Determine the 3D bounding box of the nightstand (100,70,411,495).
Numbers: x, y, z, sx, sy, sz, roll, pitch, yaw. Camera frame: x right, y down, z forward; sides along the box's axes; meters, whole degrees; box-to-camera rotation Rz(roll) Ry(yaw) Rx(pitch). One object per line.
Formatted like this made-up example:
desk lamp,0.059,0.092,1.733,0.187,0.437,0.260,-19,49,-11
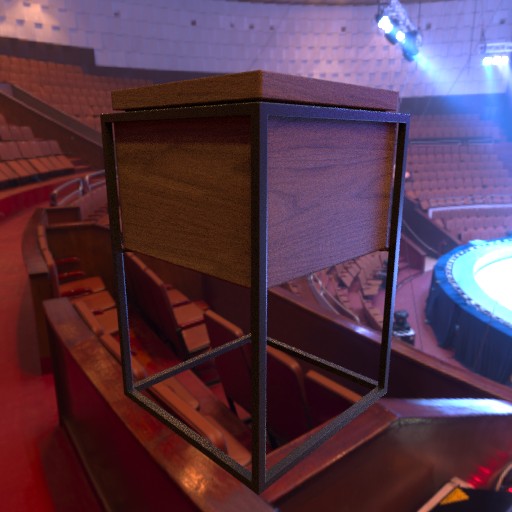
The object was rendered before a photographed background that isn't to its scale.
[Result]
nightstand,0.000,0.000,0.867,0.397,0.607,0.397,14,20,42
